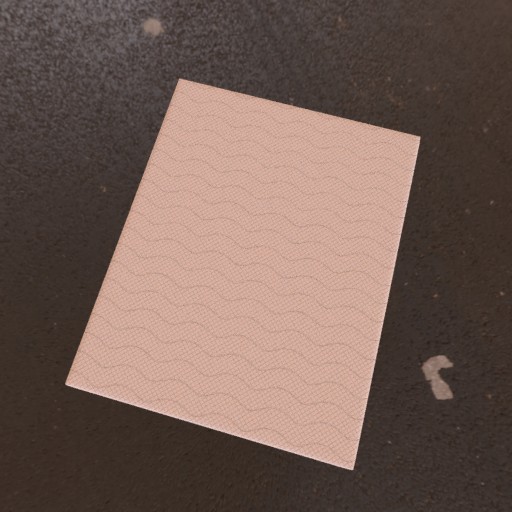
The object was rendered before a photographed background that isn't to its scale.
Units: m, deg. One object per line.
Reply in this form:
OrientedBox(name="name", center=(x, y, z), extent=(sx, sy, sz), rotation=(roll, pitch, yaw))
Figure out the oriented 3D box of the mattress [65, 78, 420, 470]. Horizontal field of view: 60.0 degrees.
OrientedBox(name="mattress", center=(0.000, 0.000, 2.693), extent=(1.600, 0.230, 2.000), rotation=(15, 76, 4))
